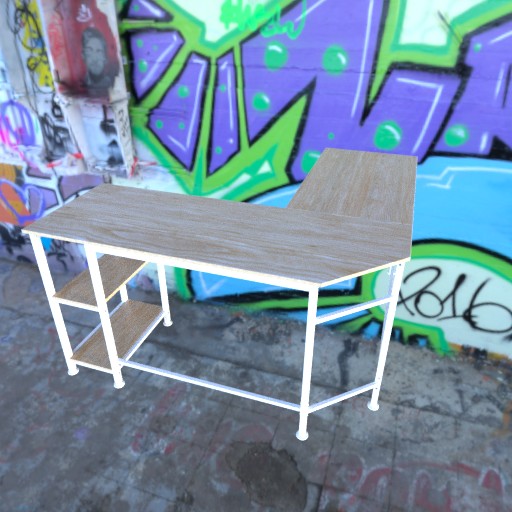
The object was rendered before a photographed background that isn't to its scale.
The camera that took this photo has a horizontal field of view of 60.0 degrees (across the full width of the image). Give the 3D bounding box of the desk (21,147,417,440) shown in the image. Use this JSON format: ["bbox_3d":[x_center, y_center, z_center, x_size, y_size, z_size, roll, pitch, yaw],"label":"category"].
[{"bbox_3d":[0.000,0.000,2.210,1.379,0.739,1.379,10,32,16],"label":"desk"}]
